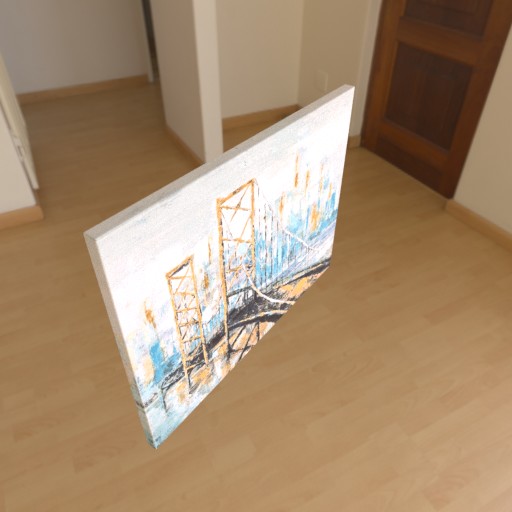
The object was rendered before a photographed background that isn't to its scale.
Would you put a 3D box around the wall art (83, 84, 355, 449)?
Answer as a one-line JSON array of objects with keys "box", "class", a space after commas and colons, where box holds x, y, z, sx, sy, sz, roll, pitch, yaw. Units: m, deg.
[{"box": [0.000, 0.000, 1.359, 0.038, 0.762, 1.016, 25, 46, 28], "class": "wall art"}]
